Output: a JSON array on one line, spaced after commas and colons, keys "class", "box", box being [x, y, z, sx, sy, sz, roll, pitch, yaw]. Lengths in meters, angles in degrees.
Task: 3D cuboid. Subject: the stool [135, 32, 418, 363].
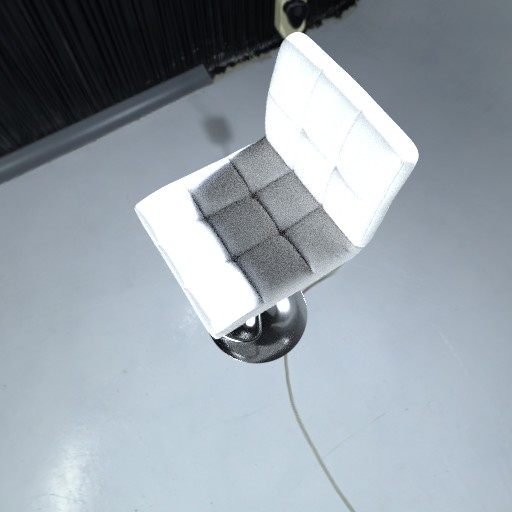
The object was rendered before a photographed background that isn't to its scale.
[{"class": "stool", "box": [0.000, 0.000, 1.347, 0.505, 1.115, 0.430, -30, 68, -13]}]
